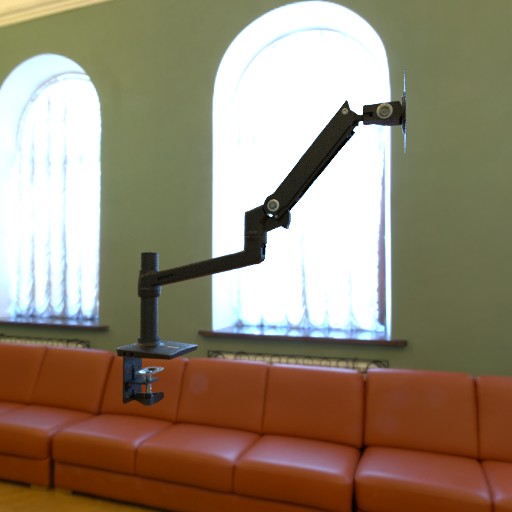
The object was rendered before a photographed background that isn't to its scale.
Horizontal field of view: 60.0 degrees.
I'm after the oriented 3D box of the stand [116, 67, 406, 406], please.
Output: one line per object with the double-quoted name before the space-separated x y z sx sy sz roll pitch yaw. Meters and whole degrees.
"stand" 0.000 0.000 1.005 0.650 0.713 0.152 -1 -2 18
